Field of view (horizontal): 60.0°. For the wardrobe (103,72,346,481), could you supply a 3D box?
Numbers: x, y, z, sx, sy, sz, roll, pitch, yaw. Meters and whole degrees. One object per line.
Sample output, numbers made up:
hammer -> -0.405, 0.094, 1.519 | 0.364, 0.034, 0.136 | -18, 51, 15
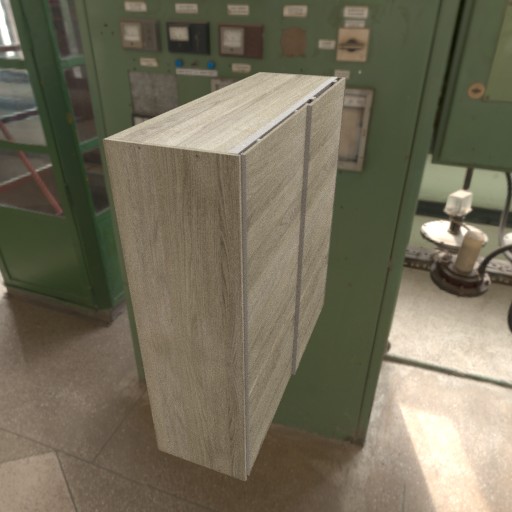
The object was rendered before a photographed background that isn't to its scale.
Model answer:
wardrobe -> 0.000, 0.000, 2.881 | 0.629, 1.960, 1.780 | 11, 33, 18
